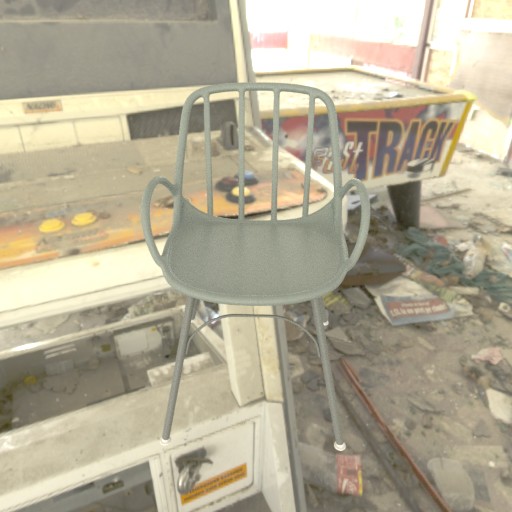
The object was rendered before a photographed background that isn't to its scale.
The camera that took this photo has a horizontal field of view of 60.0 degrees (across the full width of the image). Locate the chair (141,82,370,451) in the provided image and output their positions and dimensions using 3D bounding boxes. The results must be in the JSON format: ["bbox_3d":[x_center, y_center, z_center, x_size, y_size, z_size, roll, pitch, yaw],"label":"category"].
[{"bbox_3d":[0.000,0.000,1.216,0.549,0.816,0.597,1,29,2],"label":"chair"}]
